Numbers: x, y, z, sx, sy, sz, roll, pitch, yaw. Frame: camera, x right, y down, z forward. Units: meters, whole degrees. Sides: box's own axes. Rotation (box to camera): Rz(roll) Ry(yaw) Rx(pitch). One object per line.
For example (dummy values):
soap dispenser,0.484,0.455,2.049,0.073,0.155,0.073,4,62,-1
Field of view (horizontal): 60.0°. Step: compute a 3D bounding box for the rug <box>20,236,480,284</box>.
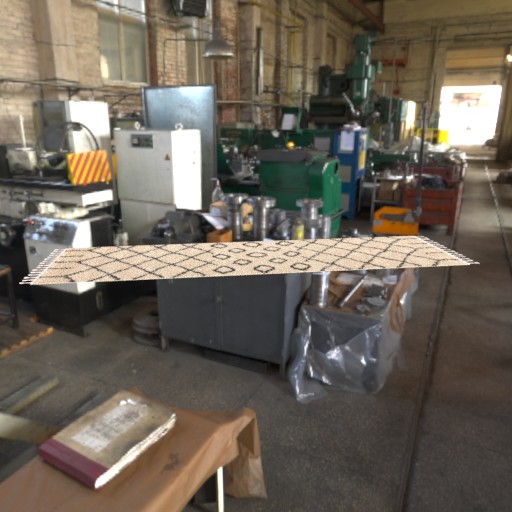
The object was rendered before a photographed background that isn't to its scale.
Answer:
rug,0.000,0.000,2.645,2.464,0.005,0.660,-2,17,-8
